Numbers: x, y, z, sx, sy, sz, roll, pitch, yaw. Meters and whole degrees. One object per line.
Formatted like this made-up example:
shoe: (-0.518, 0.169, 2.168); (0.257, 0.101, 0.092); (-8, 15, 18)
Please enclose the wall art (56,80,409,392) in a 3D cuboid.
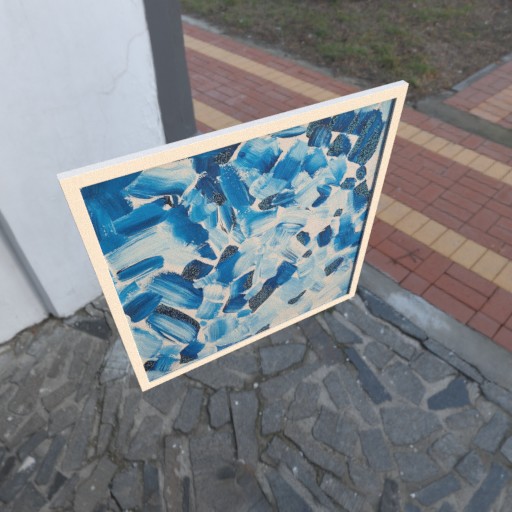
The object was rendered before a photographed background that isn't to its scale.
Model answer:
wall art: (0.000, 0.000, 0.690); (0.457, 0.457, 0.012); (-21, 50, -19)
